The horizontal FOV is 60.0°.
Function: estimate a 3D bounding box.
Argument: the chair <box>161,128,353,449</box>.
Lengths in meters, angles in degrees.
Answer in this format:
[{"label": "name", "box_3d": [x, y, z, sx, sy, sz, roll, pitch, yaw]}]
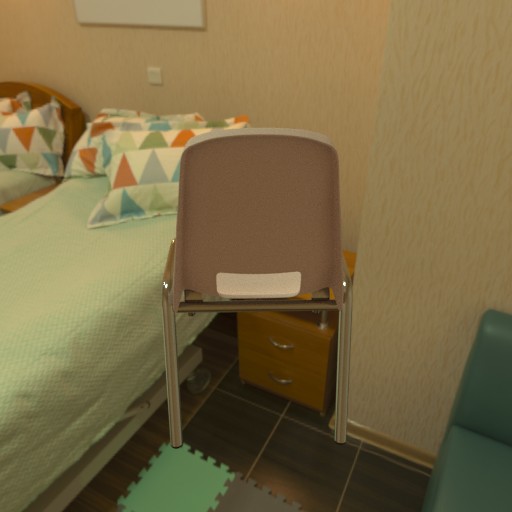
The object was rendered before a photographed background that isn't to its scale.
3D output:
[{"label": "chair", "box_3d": [0.000, 0.000, 0.861, 0.354, 0.586, 0.423, -1, 30, -1]}]
